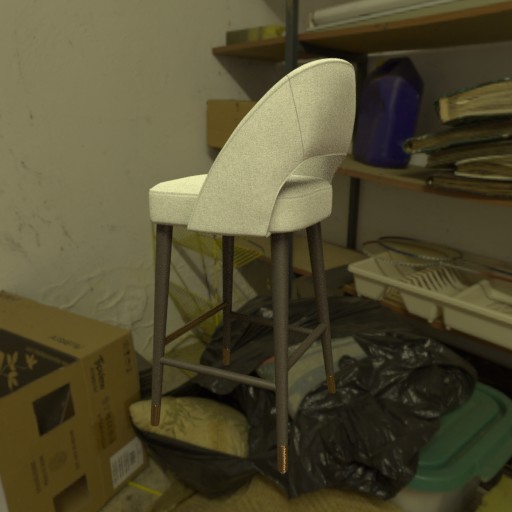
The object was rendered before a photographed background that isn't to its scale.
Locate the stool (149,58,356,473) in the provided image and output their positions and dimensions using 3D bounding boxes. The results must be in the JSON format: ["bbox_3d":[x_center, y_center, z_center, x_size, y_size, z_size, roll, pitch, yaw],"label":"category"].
[{"bbox_3d":[0.000,0.000,1.314,0.509,1.037,0.494,8,17,26],"label":"stool"}]
